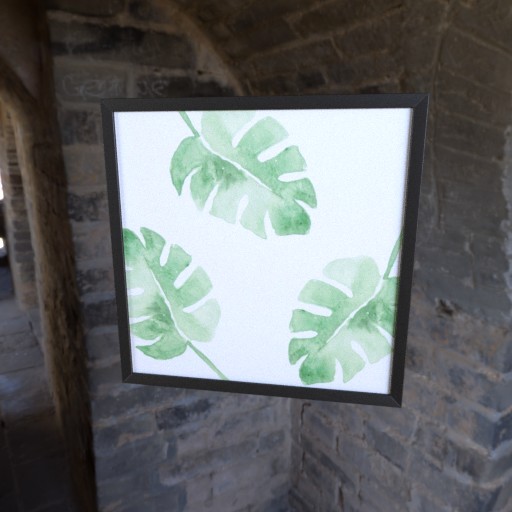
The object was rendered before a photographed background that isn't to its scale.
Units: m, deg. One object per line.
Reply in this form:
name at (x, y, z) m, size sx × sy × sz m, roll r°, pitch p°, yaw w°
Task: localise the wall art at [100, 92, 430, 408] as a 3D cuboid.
wall art at (0.000, 0.000, 1.126) m, size 0.765 × 0.765 × 0.038 m, roll 2°, pitch 14°, yaw 9°
